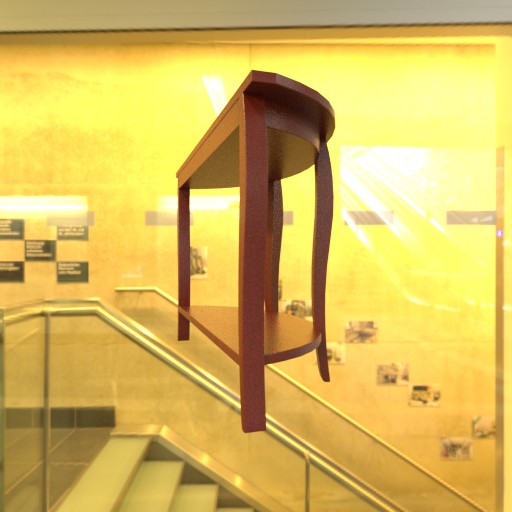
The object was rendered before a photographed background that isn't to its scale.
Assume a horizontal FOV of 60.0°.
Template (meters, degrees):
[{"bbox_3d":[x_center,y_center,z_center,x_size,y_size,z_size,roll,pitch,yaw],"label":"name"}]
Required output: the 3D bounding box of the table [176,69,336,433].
[{"bbox_3d":[0.000,0.000,1.563,0.405,0.779,1.219,0,0,-18],"label":"table"}]
